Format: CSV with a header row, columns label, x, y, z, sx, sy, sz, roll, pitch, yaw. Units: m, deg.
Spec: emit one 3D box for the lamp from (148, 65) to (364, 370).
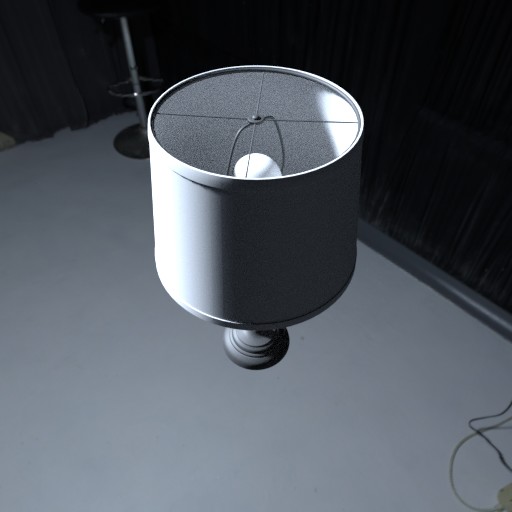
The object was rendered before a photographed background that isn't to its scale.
label,x,y,z,sx,sy,sz,roll,pitch,yaw
lamp,0.000,0.000,0.709,0.310,0.501,0.310,0,48,0
